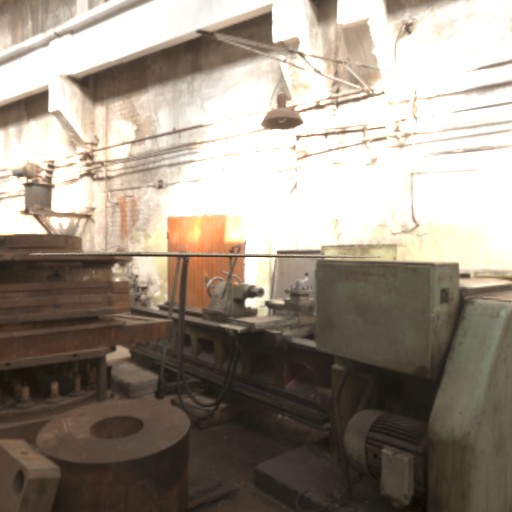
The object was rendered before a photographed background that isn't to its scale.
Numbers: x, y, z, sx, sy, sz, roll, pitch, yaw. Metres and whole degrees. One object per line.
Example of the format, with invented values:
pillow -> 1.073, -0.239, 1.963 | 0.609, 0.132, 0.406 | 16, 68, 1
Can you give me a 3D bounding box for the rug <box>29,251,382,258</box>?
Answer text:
rug -> 0.000, 0.000, 2.470 | 0.662, 0.011, 2.196 | 0, -1, 35
